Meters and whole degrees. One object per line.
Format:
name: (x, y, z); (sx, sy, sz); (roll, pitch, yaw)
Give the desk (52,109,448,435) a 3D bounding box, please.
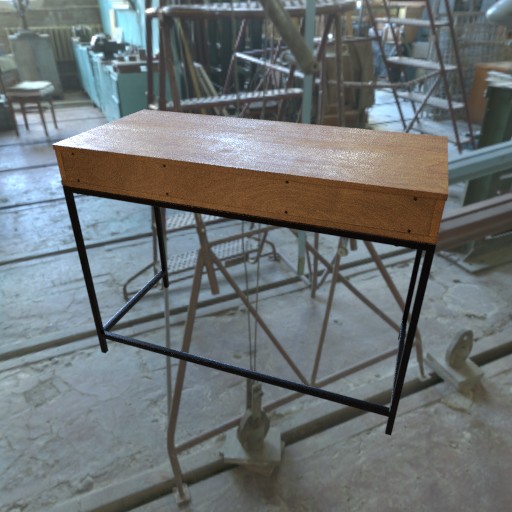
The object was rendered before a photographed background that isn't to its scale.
desk: (0.000, 0.000, 1.445); (1.016, 0.762, 0.470); (11, 32, 17)
